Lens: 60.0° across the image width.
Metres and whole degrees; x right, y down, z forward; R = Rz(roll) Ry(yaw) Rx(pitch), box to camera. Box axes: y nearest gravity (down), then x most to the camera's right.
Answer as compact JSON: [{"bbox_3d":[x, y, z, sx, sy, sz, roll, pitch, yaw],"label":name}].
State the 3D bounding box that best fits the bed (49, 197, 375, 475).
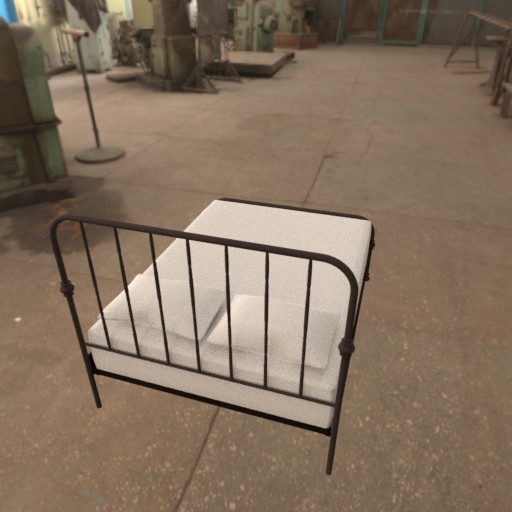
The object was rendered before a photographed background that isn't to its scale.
[{"bbox_3d":[0.000,0.000,3.218,1.616,1.446,2.134,9,33,15],"label":"bed"}]
